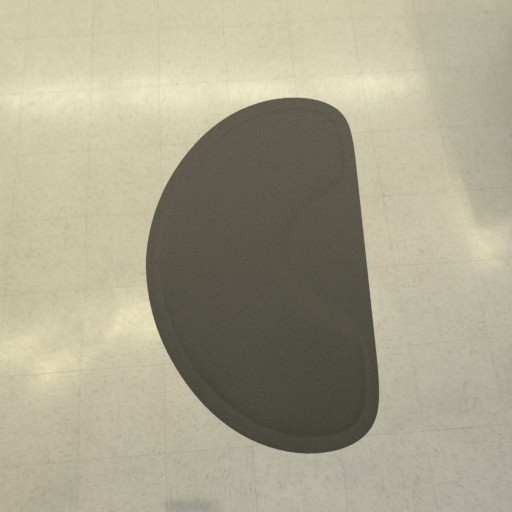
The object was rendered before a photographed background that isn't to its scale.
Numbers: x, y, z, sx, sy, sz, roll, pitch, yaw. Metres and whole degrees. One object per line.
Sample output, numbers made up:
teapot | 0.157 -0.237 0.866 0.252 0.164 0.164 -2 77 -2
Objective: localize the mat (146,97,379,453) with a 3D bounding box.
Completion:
mat | 0.000 0.000 1.841 0.913 0.013 1.524 -2 73 -1
